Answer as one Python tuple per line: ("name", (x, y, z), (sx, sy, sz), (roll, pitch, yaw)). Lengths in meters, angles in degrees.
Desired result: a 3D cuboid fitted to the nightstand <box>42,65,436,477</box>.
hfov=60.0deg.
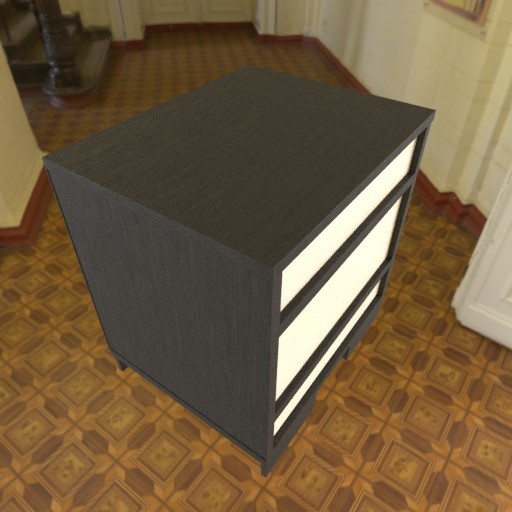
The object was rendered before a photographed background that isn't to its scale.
("nightstand", (0.000, 0.000, 0.747), (0.347, 0.448, 0.427), (26, 47, 26))
